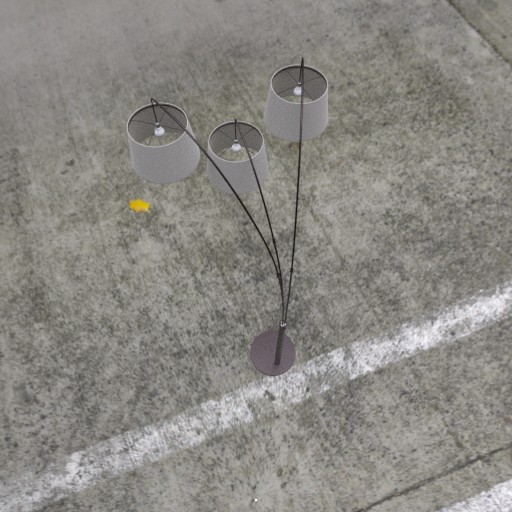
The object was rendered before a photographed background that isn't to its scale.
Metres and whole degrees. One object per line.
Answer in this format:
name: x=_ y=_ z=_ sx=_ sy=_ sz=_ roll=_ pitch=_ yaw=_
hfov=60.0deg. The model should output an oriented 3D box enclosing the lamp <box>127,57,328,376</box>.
lamp: x=0.000 y=0.000 z=2.486 sx=0.951 sy=1.950 sz=0.924 roll=-19 pitch=63 yaw=-10
